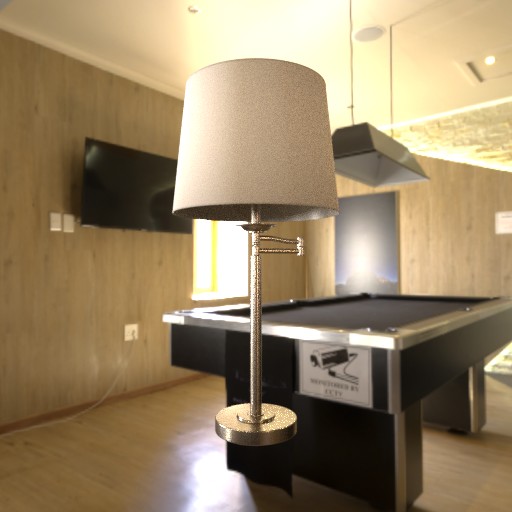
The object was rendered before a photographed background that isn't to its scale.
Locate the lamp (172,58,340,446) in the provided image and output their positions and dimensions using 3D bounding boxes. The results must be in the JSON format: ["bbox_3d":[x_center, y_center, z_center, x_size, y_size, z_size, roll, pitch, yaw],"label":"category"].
[{"bbox_3d":[0.000,0.000,0.896,0.333,0.696,0.333,0,-1,0],"label":"lamp"}]
